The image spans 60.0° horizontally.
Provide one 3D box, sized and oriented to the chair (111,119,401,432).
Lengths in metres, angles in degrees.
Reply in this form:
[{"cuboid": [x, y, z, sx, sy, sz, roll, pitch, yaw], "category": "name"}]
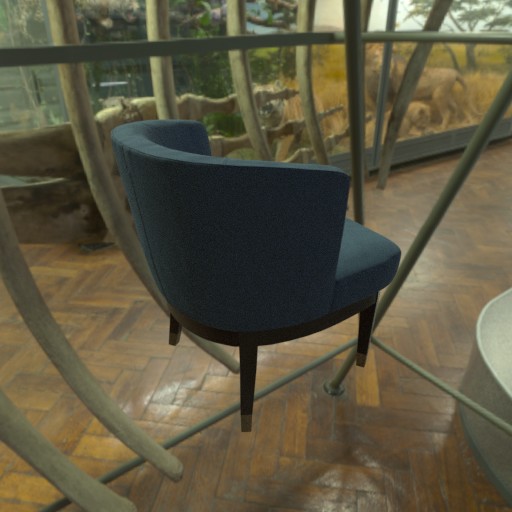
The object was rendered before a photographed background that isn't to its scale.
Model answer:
[{"cuboid": [0.000, 0.000, 1.297, 0.702, 0.760, 0.661, -18, 33, -31], "category": "chair"}]
